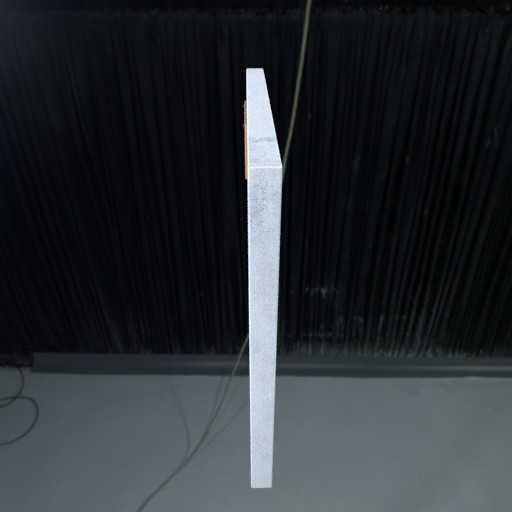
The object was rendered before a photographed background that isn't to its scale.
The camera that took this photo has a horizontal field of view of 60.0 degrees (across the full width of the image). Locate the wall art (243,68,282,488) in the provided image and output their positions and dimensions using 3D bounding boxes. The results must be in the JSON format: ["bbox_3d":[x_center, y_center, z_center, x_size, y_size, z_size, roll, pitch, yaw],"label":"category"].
[{"bbox_3d":[0.000,0.000,0.891,0.044,0.605,0.605,-1,32,-1],"label":"wall art"}]
